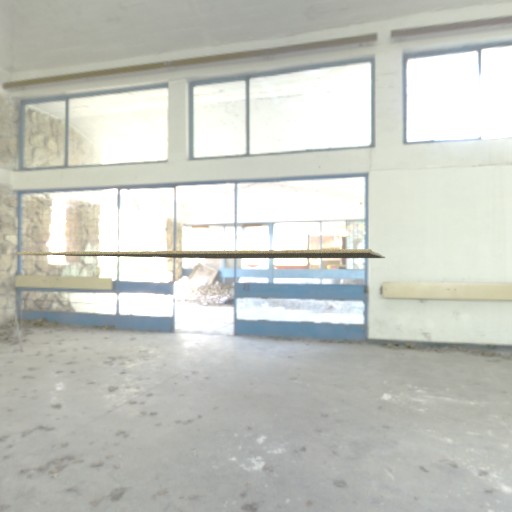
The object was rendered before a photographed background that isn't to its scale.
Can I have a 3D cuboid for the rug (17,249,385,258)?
[{"bbox_3d":[0.000,0.000,2.275,1.240,0.010,1.824,0,-1,17],"label":"rug"}]
